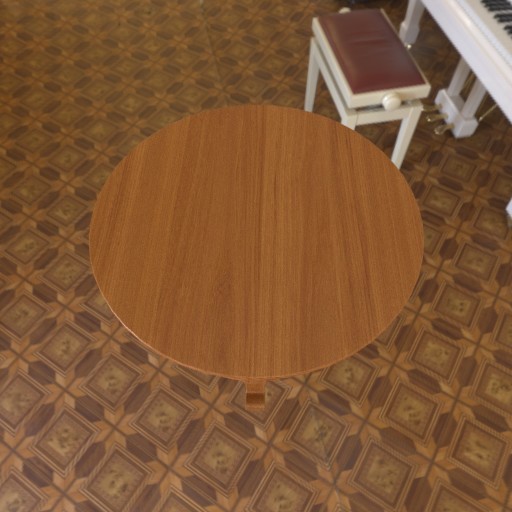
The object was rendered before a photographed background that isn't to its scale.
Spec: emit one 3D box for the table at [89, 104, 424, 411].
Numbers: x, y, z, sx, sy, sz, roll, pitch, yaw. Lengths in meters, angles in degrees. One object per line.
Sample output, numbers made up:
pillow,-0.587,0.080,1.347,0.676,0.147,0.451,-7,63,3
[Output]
table,0.000,0.000,1.587,1.029,0.490,1.029,0,58,0
